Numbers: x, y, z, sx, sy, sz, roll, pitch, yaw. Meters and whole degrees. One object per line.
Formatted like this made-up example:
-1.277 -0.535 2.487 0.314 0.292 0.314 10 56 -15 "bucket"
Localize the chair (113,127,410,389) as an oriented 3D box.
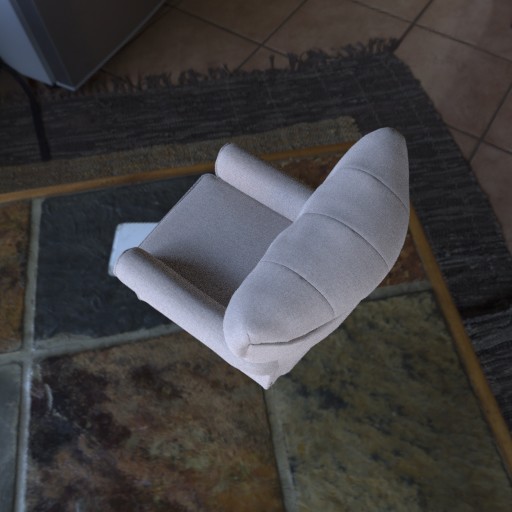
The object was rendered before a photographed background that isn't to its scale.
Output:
0.000 0.000 1.947 1.025 1.209 0.942 33 68 15 "chair"
